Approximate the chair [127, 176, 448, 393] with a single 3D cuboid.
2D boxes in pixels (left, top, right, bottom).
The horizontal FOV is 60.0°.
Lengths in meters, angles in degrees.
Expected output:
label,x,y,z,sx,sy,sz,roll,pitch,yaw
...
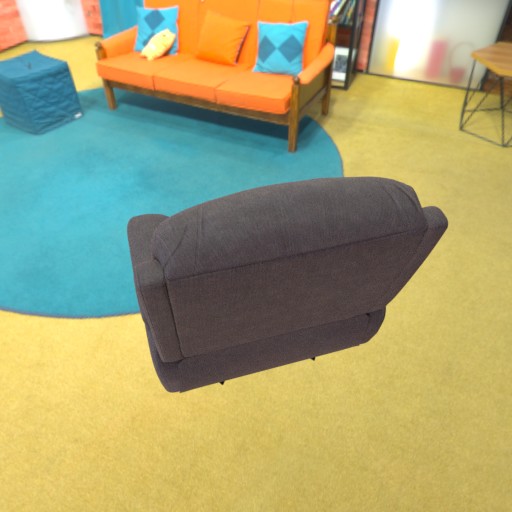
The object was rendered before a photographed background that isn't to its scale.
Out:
label,x,y,z,sx,sy,sz,roll,pitch,yaw
chair,0.000,0.000,1.717,0.930,1.011,0.899,-12,43,-12
